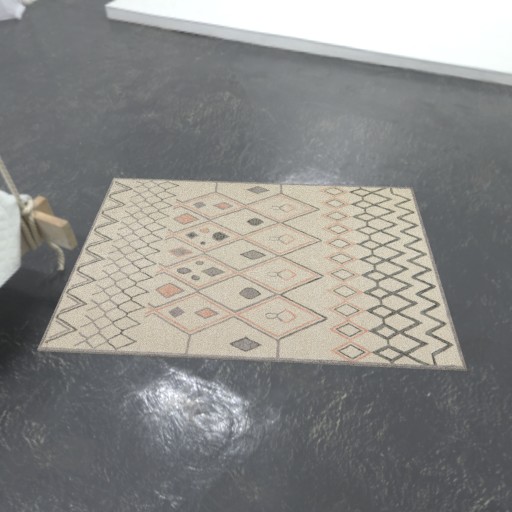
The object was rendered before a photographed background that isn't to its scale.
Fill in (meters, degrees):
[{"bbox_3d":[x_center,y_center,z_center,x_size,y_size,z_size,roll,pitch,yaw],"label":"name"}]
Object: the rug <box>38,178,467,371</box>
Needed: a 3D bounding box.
[{"bbox_3d":[0.000,0.000,2.296,1.829,0.016,1.219,2,47,2],"label":"rug"}]
